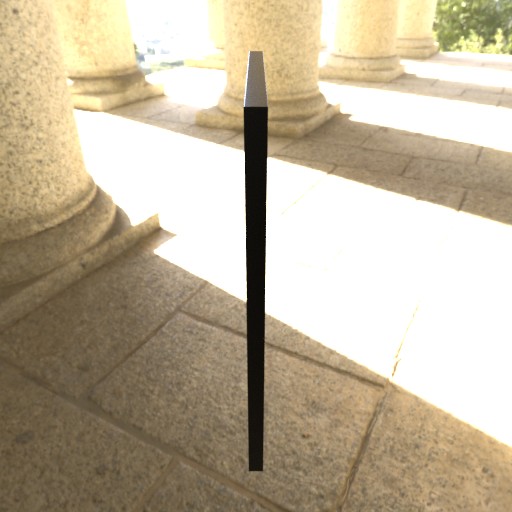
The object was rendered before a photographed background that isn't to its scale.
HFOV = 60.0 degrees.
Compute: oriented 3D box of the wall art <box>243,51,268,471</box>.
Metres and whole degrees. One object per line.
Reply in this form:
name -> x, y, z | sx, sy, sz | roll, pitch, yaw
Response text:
wall art -> 0.000, 0.000, 0.583 | 0.019, 0.455, 0.314 | 0, 32, 0
